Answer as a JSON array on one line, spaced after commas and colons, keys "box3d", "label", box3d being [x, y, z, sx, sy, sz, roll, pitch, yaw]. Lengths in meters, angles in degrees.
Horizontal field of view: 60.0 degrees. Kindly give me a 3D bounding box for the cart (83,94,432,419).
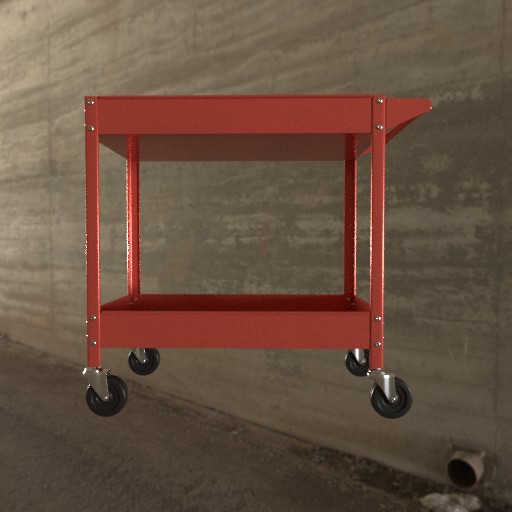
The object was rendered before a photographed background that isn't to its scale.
[{"box3d": [0.000, 0.000, 1.157, 0.779, 0.719, 0.366, 0, 2, 1], "label": "cart"}]
